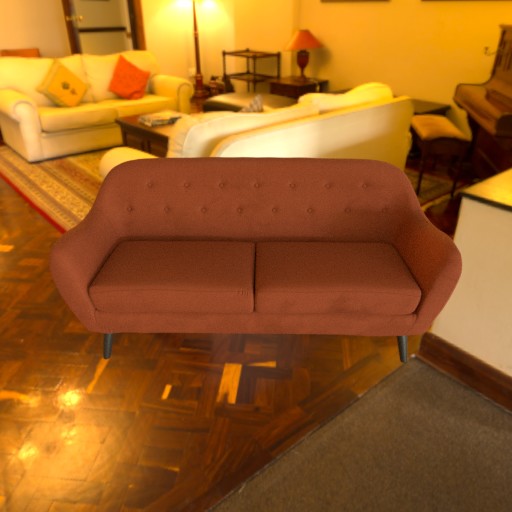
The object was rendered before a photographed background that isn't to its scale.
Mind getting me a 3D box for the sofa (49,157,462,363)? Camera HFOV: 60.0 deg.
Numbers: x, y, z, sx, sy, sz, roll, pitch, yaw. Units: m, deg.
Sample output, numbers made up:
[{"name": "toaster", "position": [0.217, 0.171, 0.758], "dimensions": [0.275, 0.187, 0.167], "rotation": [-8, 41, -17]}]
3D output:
[{"name": "sofa", "position": [0.000, 0.000, 2.344], "dimensions": [1.840, 0.836, 0.820], "rotation": [0, 29, 1]}]
